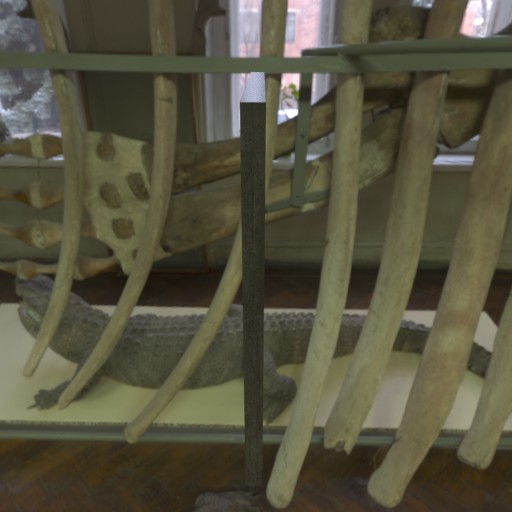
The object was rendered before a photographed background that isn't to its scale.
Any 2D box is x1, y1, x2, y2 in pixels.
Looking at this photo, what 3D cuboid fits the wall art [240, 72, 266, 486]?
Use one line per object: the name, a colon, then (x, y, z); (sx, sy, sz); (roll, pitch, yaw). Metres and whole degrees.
wall art: (0.000, 0.000, 0.793); (0.027, 0.580, 0.479); (0, 26, 1)
